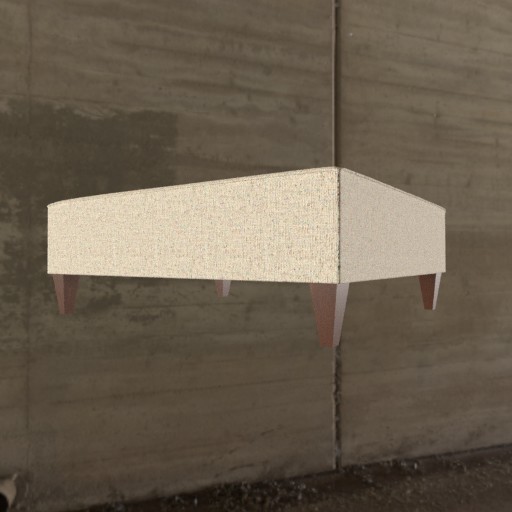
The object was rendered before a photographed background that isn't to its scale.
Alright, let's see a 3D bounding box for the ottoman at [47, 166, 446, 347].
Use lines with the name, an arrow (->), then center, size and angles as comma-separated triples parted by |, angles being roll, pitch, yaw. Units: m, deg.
ottoman -> 0.000, 0.000, 1.224 | 0.835, 0.303, 0.736 | 0, -1, 35
